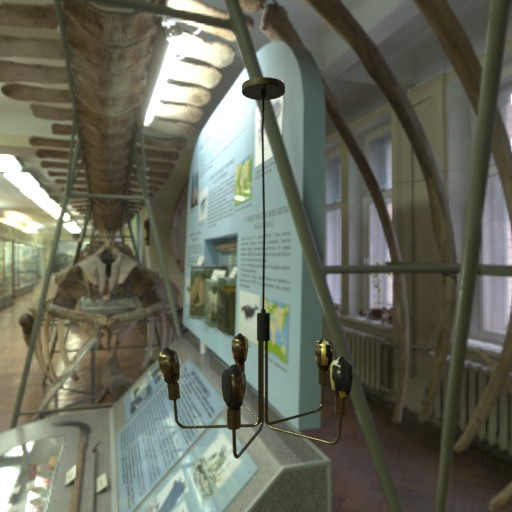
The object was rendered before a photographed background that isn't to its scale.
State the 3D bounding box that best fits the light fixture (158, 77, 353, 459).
[{"bbox_3d":[0.000,0.000,1.392,0.588,1.059,0.532,0,-1,-18],"label":"light fixture"}]
